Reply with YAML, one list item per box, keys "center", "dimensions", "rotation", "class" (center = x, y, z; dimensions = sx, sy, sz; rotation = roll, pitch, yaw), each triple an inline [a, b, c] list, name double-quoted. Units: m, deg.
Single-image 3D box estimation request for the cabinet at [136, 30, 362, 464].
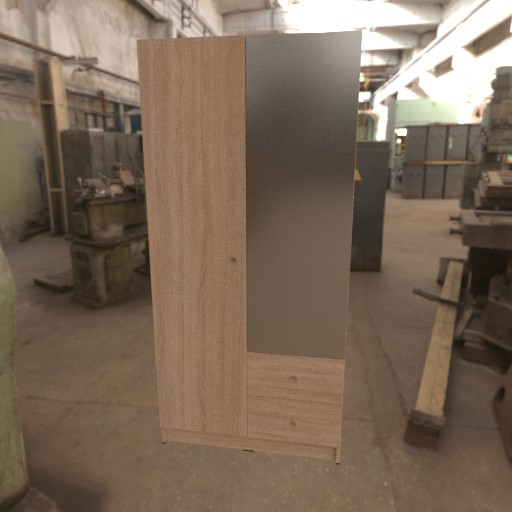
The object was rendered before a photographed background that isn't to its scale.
- center: [0.000, 0.000, 2.451]
  dimensions: [1.001, 2.121, 0.590]
  rotation: [2, 14, 10]
  class: "cabinet"
